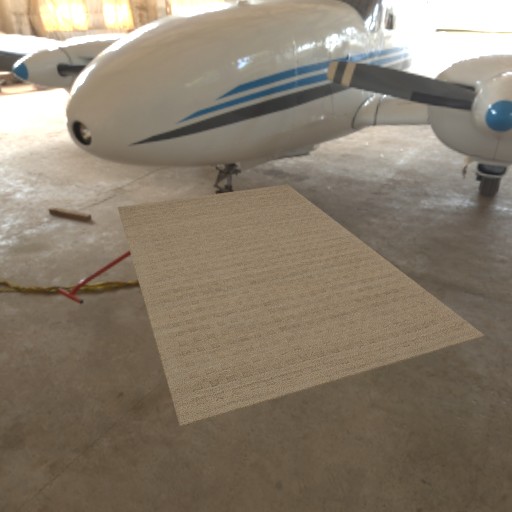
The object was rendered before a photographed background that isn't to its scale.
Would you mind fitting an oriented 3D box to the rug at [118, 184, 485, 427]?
[{"bbox_3d":[0.000,0.000,2.178,1.142,0.006,1.752,-10,31,-18],"label":"rug"}]
